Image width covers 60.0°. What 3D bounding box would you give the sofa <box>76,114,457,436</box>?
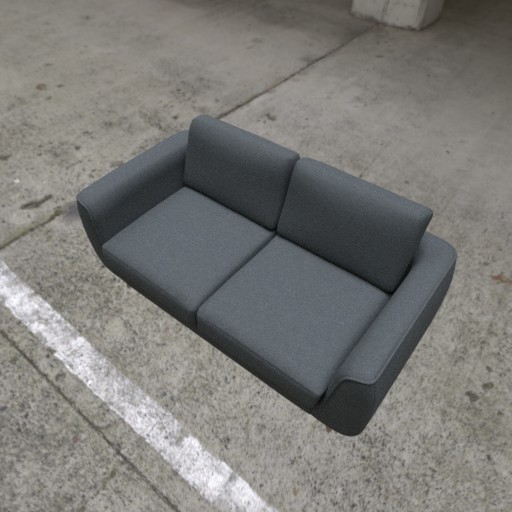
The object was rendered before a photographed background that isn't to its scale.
[{"bbox_3d":[0.000,0.000,2.223,1.700,0.850,0.920,30,53,25],"label":"sofa"}]
